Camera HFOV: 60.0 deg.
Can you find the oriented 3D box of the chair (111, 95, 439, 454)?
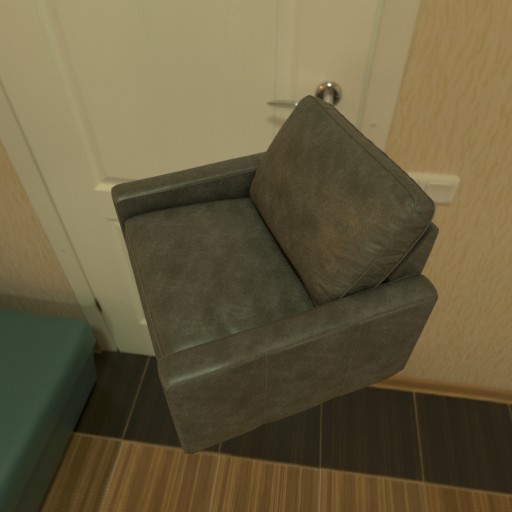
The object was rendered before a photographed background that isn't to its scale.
[{"bbox_3d":[0.000,0.000,1.737,0.939,0.916,1.006,-16,49,-14],"label":"chair"}]
